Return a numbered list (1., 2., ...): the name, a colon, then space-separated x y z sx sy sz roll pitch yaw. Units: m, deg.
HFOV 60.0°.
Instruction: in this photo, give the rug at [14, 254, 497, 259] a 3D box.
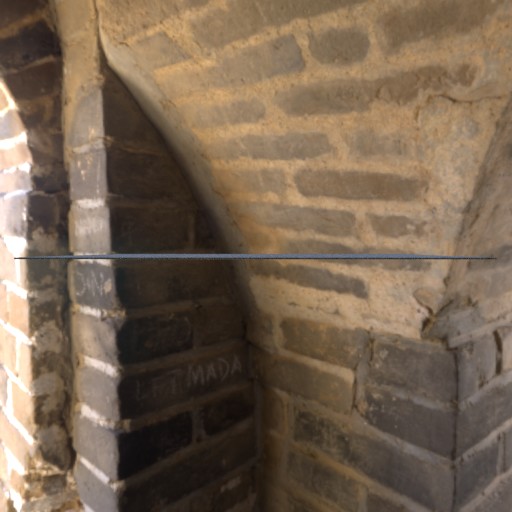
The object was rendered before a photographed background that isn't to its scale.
1. rug: 0.000 0.000 2.179 1.752 0.006 1.142 0 1 1
